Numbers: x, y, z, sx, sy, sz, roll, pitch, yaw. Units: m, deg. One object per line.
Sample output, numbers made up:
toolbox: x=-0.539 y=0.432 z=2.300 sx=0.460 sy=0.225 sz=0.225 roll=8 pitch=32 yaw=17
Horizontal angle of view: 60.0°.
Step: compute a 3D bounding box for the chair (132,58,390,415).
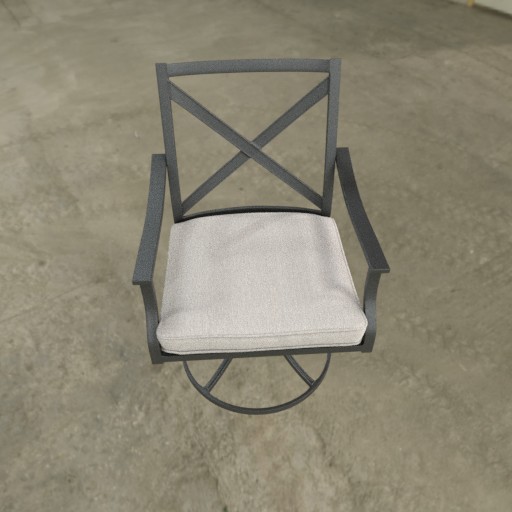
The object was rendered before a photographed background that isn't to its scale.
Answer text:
chair: x=0.000 y=0.000 z=1.284 sx=0.575 sy=0.889 sz=0.620 roll=-3 pitch=46 yaw=-3
